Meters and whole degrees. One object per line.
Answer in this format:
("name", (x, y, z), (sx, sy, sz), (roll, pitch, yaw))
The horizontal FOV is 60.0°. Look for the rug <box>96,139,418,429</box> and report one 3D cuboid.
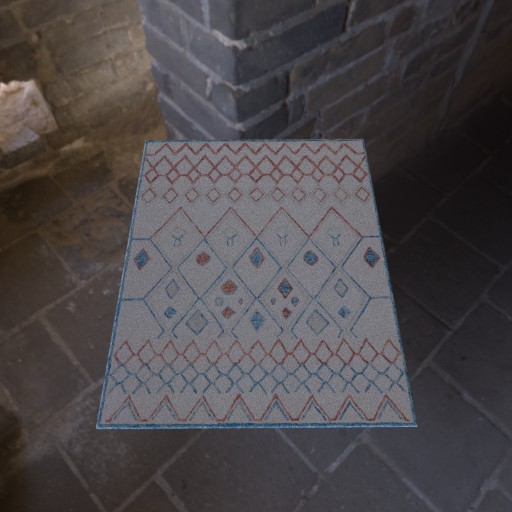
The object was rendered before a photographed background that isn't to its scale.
("rug", (0.000, 0.000, 4.153), (2.441, 0.016, 3.050), (0, 58, 0))
